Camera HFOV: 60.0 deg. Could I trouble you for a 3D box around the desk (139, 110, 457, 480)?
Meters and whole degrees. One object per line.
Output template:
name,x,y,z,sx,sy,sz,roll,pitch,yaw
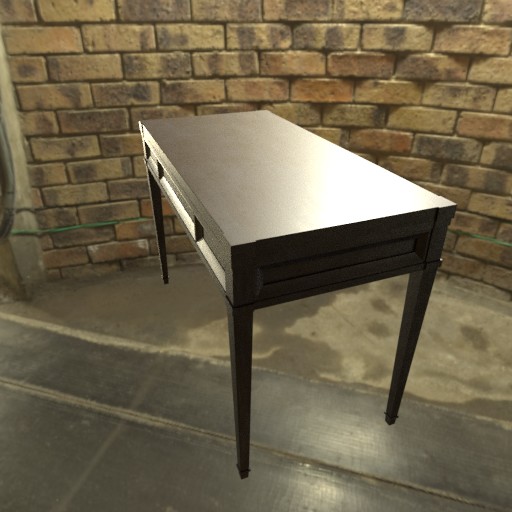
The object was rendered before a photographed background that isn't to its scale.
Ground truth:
desk,0.000,0.000,1.797,0.630,0.861,1.289,-11,31,-19
